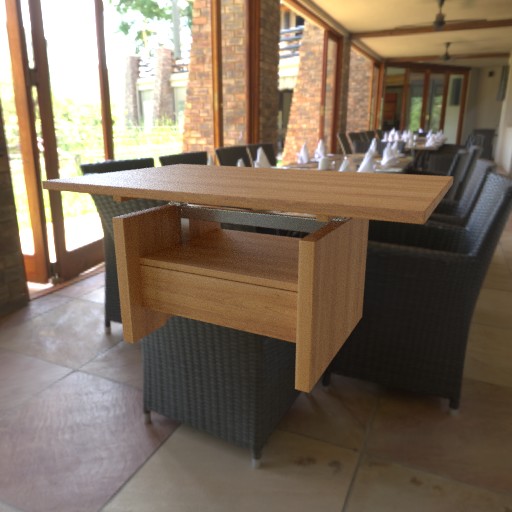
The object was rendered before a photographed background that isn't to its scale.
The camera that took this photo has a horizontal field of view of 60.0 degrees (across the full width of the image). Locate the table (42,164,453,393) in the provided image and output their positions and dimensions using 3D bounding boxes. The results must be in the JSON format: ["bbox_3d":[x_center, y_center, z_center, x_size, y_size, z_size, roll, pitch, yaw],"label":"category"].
[{"bbox_3d":[0.000,0.000,1.471,1.100,0.510,0.700,8,18,26],"label":"table"}]
